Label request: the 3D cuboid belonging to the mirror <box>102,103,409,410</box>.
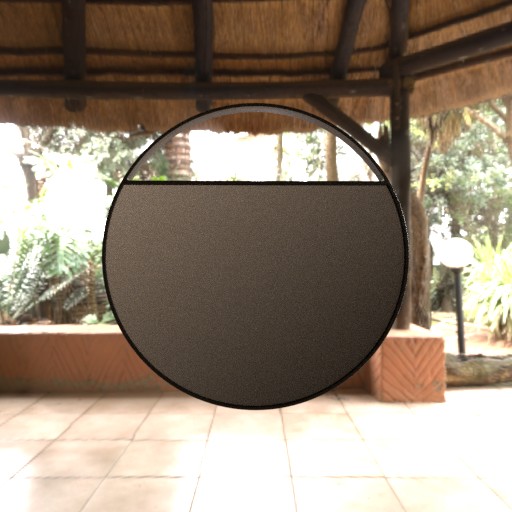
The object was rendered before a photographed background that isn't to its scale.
[{"bbox_3d":[0.000,0.000,0.830,0.565,0.565,0.032,0,-1,-1],"label":"mirror"}]
